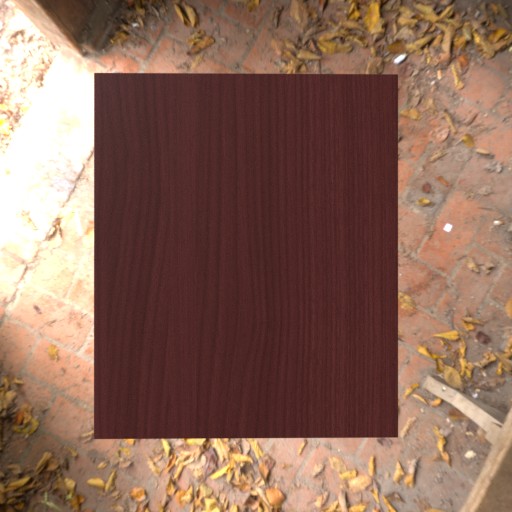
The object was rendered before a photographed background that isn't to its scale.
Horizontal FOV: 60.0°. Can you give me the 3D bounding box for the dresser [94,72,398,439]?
[{"bbox_3d":[0.000,0.000,0.721,0.360,0.470,0.400,0,90,-1],"label":"dresser"}]
